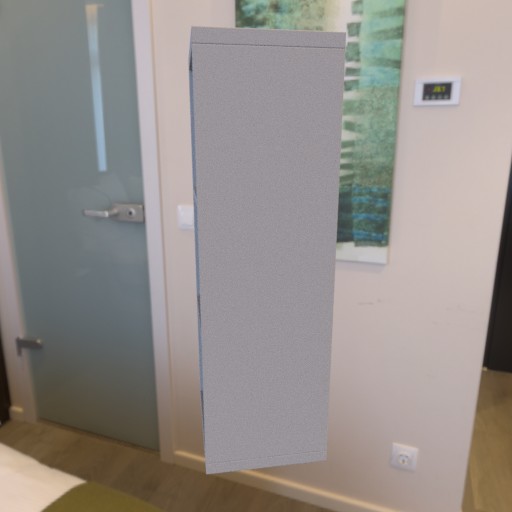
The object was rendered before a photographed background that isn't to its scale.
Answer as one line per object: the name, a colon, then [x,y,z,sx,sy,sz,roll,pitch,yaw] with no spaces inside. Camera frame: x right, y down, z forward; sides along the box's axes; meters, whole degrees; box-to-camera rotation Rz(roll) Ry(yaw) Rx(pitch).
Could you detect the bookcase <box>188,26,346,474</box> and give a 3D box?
bookcase: [0.000,0.000,1.248,0.330,1.080,0.390,-2,15,-9]
